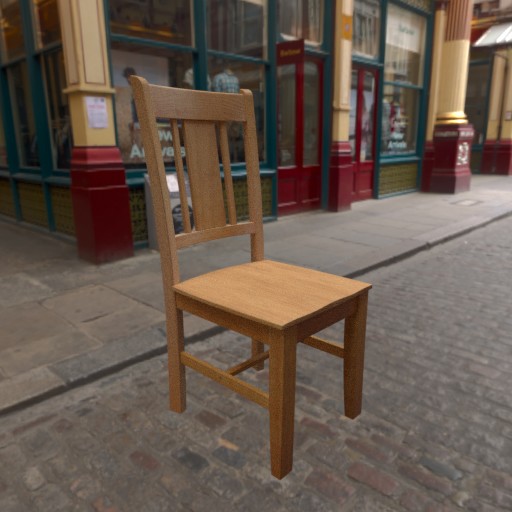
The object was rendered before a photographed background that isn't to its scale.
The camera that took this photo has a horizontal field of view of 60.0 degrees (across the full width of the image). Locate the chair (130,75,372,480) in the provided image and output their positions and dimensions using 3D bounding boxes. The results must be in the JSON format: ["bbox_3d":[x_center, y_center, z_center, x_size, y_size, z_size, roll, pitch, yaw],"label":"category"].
[{"bbox_3d":[0.000,0.000,1.306,0.556,0.998,0.450,13,19,42],"label":"chair"}]
